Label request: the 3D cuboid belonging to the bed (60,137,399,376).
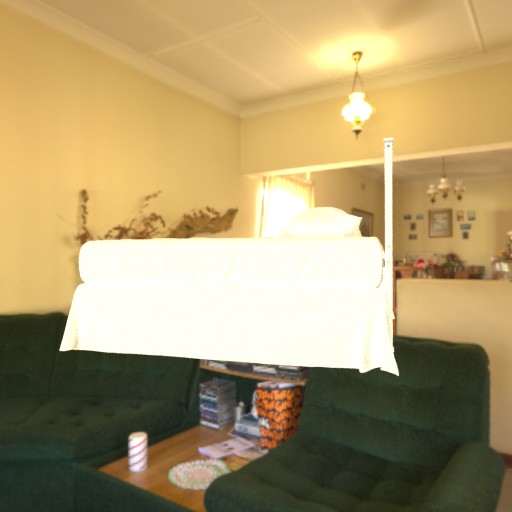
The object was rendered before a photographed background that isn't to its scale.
[{"bbox_3d":[0.000,0.000,3.649,2.215,1.273,2.317,0,-1,17],"label":"bed"}]
